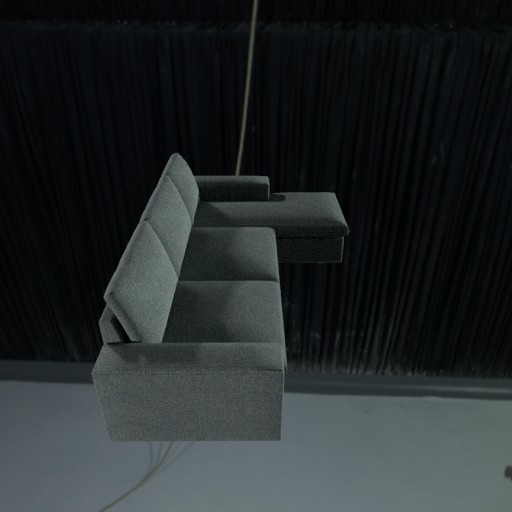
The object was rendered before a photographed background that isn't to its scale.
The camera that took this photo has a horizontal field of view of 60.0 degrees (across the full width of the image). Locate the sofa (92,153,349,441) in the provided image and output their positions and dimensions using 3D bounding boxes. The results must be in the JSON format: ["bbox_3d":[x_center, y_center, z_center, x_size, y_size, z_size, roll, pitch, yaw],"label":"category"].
[{"bbox_3d":[0.000,0.000,3.471,1.689,0.940,2.718,0,31,0],"label":"sofa"}]
